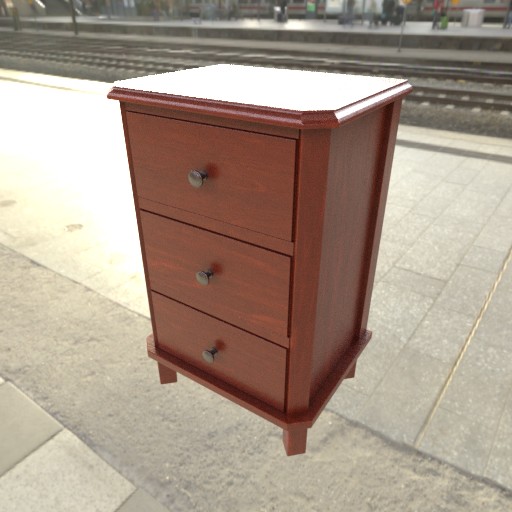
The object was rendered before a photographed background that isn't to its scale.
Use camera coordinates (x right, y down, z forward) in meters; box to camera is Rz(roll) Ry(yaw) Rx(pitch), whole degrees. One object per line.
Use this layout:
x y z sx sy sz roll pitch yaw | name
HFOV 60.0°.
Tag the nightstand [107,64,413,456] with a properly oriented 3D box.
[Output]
0.000 0.000 0.924 0.435 0.681 0.351 18 34 29 | nightstand
